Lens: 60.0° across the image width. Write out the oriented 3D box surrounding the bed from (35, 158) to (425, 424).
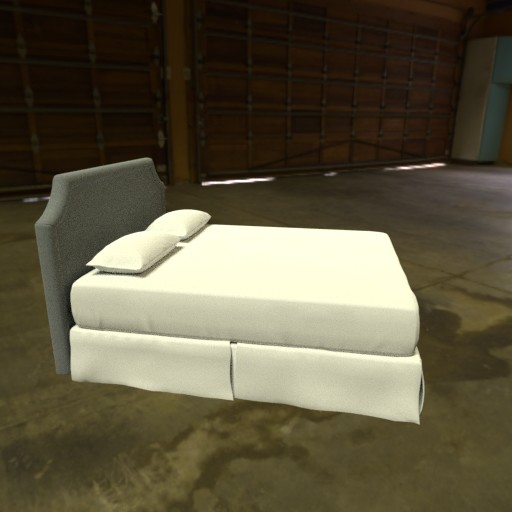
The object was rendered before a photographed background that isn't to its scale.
[{"bbox_3d":[0.000,0.000,3.287,2.259,1.296,1.811,3,17,10],"label":"bed"}]
